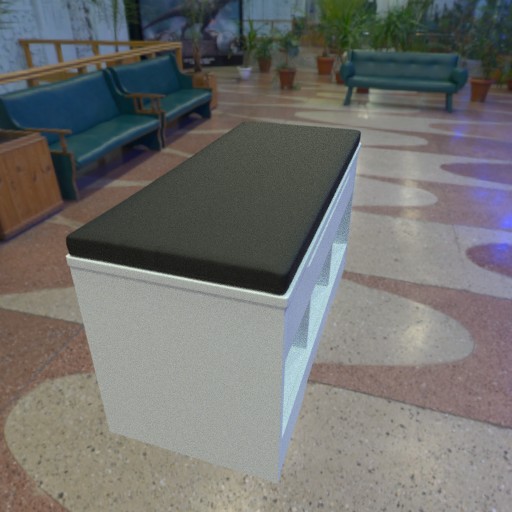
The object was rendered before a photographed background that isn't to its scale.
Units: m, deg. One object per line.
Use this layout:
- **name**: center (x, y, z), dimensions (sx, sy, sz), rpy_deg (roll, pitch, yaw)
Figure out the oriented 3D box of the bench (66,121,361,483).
- **bench**: center (0.000, 0.000, 1.186), dimensions (0.401, 0.500, 0.899), rpy_deg (9, 31, 16)
